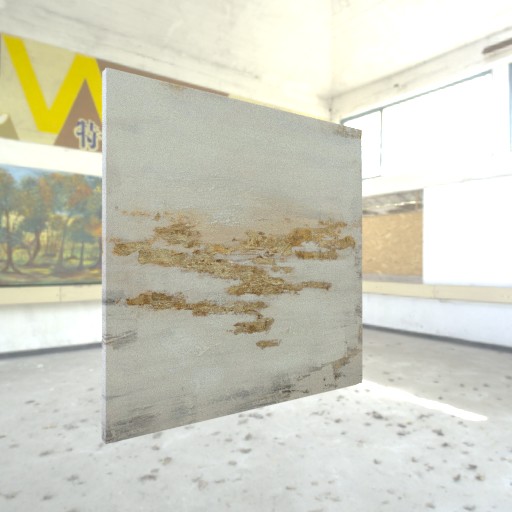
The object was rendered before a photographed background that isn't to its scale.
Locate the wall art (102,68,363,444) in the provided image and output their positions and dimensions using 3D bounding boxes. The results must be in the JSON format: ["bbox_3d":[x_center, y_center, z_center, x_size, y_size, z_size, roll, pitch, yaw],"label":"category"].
[{"bbox_3d":[0.000,0.000,1.502,1.015,1.018,0.040,0,0,-35],"label":"wall art"}]
